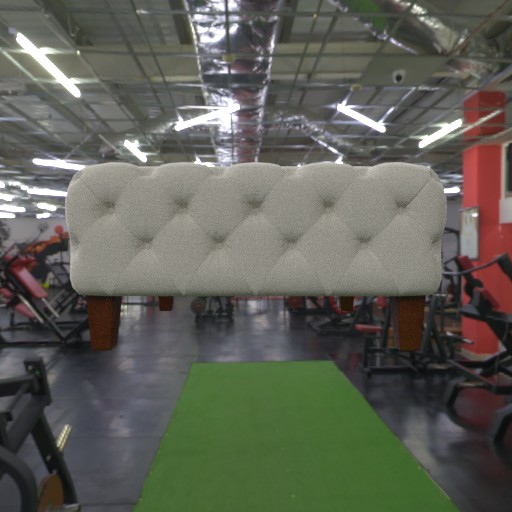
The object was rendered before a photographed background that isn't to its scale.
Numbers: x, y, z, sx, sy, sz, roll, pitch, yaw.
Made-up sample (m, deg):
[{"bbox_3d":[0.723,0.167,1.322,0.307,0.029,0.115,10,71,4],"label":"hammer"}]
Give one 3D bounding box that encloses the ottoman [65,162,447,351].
[{"bbox_3d":[0.000,0.000,1.210,0.755,0.376,0.753,0,0,0],"label":"ottoman"}]
